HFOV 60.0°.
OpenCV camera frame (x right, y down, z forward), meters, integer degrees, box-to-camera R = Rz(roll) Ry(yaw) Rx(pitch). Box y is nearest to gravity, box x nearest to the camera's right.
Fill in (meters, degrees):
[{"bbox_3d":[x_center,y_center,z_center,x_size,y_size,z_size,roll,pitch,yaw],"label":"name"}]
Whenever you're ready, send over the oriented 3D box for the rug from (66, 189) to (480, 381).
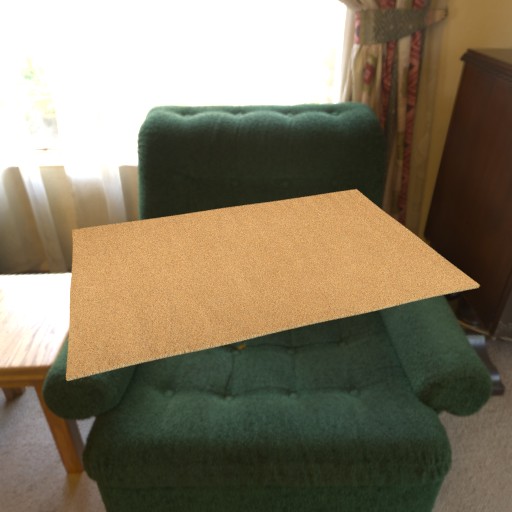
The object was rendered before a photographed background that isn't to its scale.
[{"bbox_3d":[0.000,0.000,2.967,2.346,0.025,1.500,-10,34,-15],"label":"rug"}]
